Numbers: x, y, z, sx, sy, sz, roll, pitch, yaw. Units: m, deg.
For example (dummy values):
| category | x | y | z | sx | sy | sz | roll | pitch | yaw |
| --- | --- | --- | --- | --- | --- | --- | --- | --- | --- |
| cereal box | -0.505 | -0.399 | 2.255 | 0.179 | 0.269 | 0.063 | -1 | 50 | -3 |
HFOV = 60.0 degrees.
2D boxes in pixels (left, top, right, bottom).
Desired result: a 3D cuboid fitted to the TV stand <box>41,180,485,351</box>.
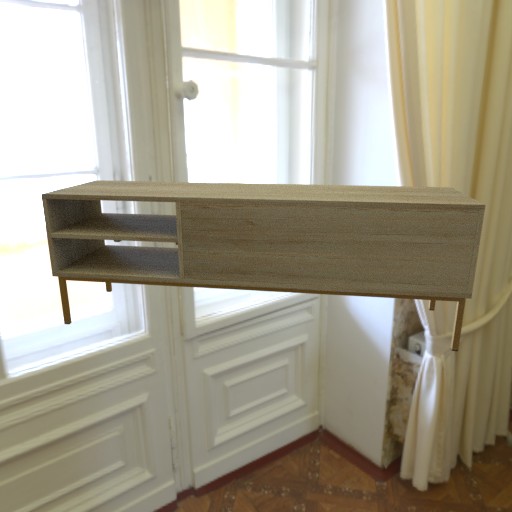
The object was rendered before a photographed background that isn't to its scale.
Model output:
| category | x | y | z | sx | sy | sz | roll | pitch | yaw |
| --- | --- | --- | --- | --- | --- | --- | --- | --- | --- |
| TV stand | 0.000 | 0.000 | 1.859 | 1.600 | 0.550 | 0.420 | 2 | 17 | 8 |
